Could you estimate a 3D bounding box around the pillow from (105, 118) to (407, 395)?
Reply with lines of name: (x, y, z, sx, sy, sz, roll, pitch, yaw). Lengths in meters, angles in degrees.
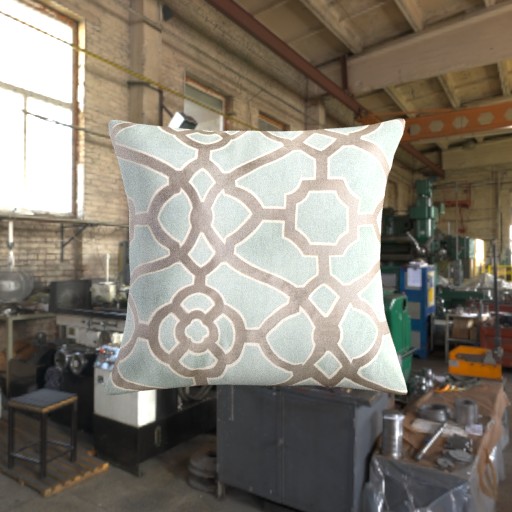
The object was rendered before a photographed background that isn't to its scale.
pillow: (0.000, 0.000, 0.817, 0.552, 0.508, 0.166, 0, -1, 0)
